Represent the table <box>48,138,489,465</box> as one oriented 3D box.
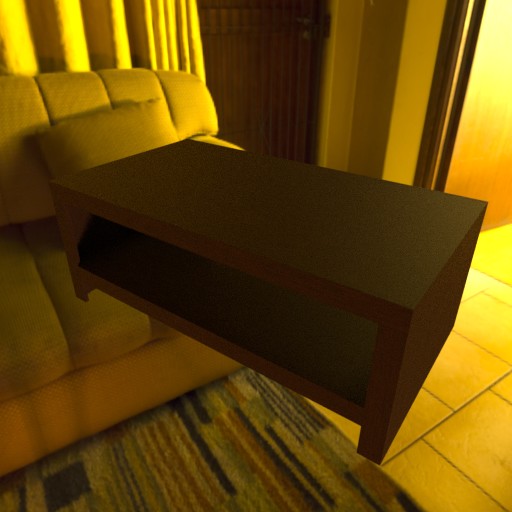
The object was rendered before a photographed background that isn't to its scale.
[{"bbox_3d":[0.000,0.000,1.357,1.099,0.424,0.597,20,35,31],"label":"table"}]
